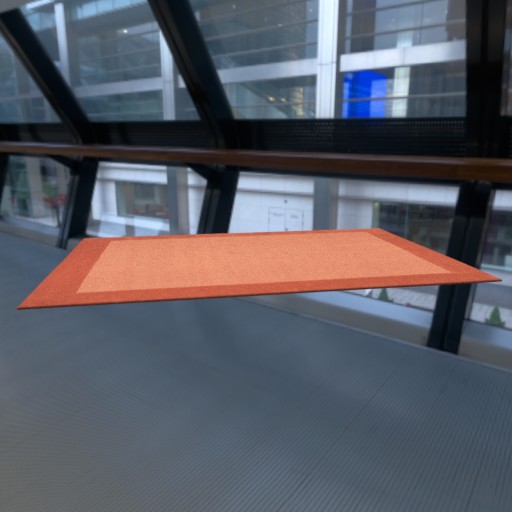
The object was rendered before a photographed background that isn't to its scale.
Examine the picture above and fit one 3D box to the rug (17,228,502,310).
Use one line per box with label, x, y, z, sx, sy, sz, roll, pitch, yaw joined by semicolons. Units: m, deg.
rug;0.000;0.000;2.911;2.438;0.014;1.524;-2;14;-10
